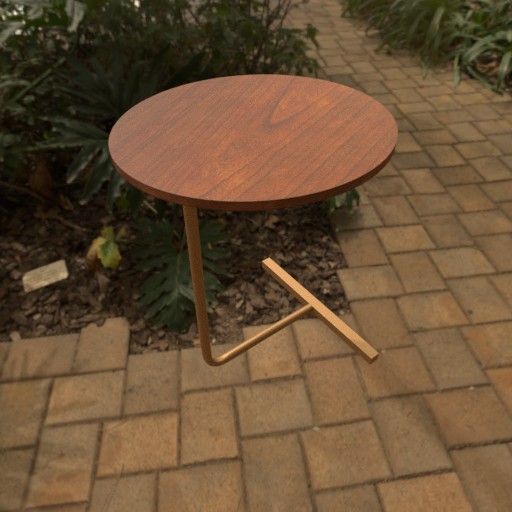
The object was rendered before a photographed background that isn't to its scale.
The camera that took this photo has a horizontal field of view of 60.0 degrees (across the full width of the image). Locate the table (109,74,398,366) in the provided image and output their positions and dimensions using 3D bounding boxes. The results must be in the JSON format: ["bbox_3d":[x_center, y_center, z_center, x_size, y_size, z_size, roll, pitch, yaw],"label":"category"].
[{"bbox_3d":[0.000,0.000,1.117,0.577,0.706,0.530,-26,48,-26],"label":"table"}]
